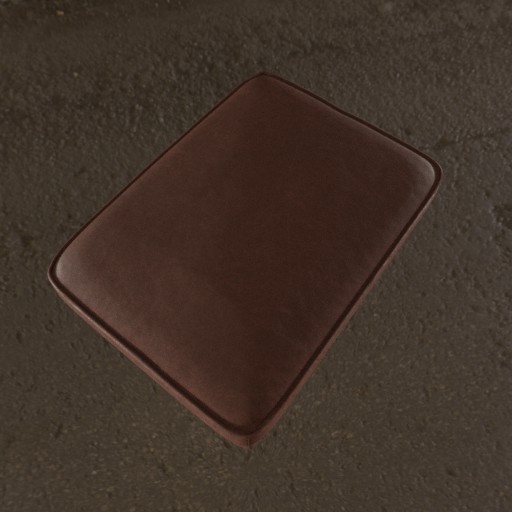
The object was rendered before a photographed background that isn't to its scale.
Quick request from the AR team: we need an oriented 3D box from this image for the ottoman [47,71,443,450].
[{"bbox_3d":[0.000,0.000,1.094,0.548,0.449,0.749,35,69,16],"label":"ottoman"}]
